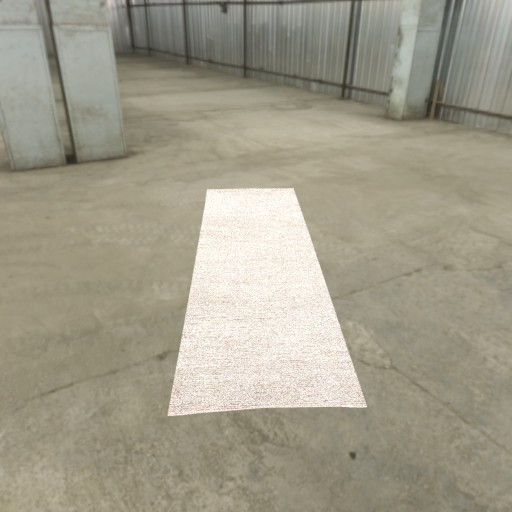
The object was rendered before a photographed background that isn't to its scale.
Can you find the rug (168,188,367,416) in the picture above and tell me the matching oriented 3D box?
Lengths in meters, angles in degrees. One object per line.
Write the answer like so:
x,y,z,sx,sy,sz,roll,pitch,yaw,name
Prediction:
0.000,0.000,2.599,0.712,0.013,2.346,-1,28,-2,rug
